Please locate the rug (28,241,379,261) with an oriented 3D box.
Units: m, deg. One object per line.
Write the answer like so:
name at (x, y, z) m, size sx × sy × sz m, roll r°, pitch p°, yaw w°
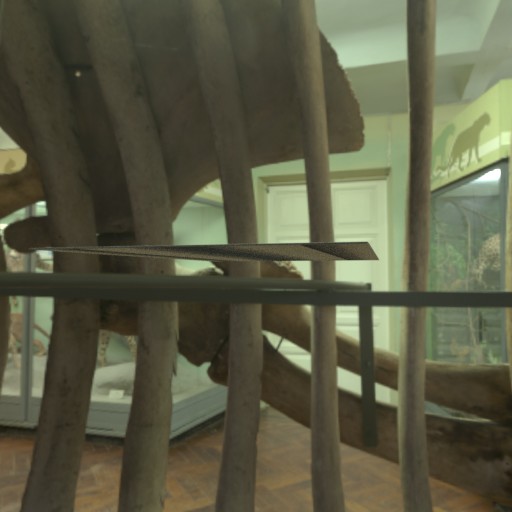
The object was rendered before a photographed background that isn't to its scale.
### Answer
rug at (0.000, 0.000, 2.361) m, size 1.234 × 0.006 × 1.854 m, roll -1°, pitch -2°, yaw 17°
